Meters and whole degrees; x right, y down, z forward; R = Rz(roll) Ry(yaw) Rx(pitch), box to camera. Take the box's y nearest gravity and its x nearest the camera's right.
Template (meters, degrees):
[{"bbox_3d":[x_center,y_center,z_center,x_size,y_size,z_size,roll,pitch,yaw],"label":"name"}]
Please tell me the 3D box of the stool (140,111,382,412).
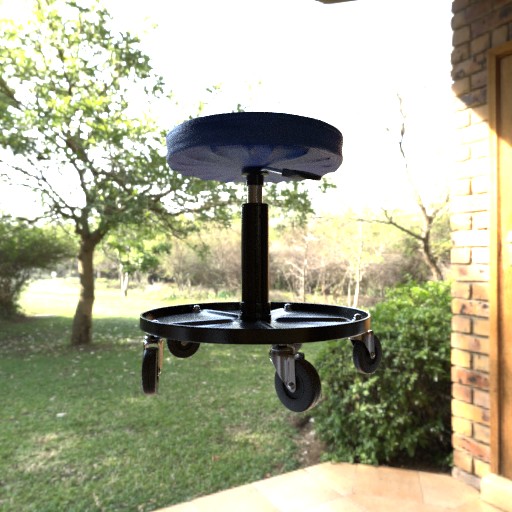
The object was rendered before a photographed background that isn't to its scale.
[{"bbox_3d":[0.000,0.000,0.681,0.381,0.365,0.382,0,-1,-36],"label":"stool"}]
